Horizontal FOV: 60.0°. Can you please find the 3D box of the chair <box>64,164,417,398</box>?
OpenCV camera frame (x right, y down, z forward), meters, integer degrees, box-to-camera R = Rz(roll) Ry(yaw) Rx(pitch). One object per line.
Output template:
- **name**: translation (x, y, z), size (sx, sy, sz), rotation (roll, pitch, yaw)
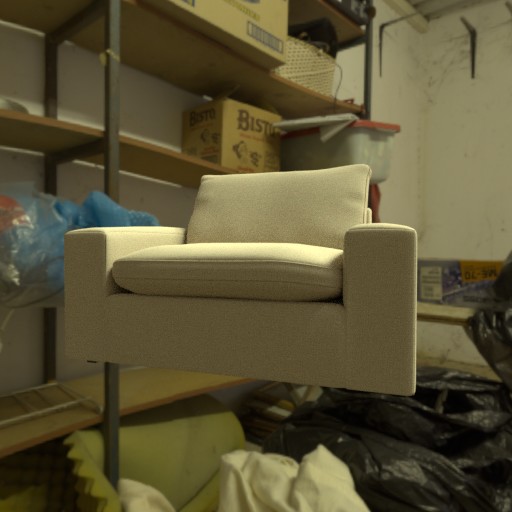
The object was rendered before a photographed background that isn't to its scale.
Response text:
- **chair**: translation (0.000, 0.000, 2.049), size (1.398, 0.915, 1.039), rotation (1, 2, 20)
